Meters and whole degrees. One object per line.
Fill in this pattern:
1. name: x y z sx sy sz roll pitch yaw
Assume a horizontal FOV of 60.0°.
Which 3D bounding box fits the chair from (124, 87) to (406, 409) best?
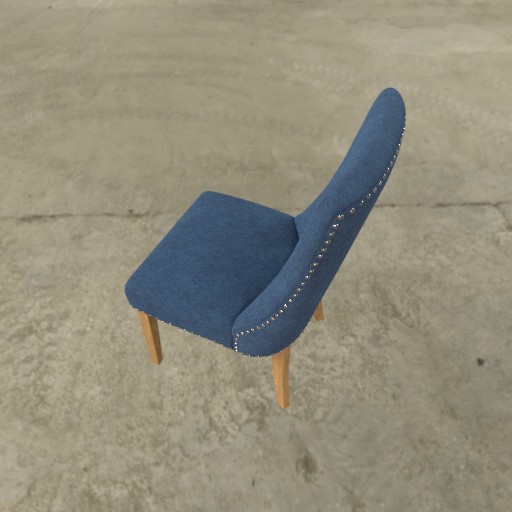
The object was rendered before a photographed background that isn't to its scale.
1. chair: 0.000 0.000 1.263 0.610 0.902 0.495 18 49 16
